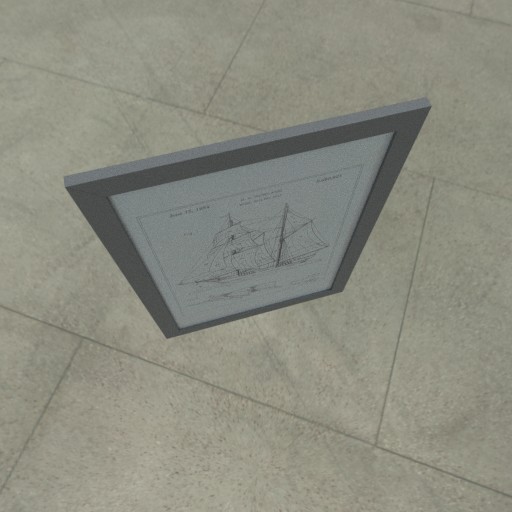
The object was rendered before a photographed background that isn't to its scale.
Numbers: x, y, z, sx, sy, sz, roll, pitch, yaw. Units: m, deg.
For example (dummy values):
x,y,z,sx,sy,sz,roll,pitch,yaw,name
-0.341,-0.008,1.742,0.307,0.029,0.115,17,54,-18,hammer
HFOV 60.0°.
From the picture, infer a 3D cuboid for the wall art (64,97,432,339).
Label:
x,y,z,sx,sy,sz,roll,pitch,yaw,name
0.000,0.000,0.684,0.380,0.534,0.013,-14,65,-7,wall art
